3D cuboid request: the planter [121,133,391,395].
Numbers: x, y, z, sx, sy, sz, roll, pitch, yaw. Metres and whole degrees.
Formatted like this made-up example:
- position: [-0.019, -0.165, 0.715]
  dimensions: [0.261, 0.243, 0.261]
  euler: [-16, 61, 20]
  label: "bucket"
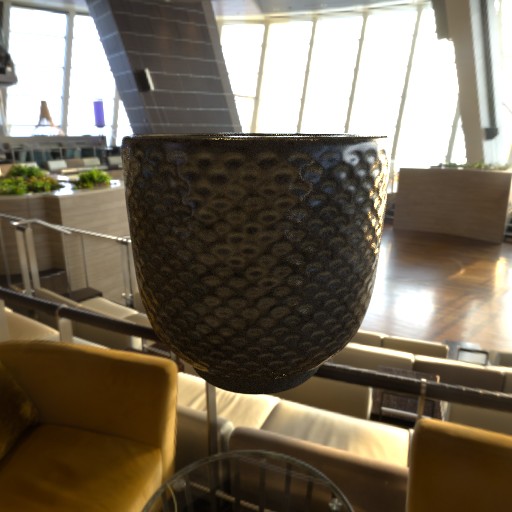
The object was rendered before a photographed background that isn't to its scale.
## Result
- position: [0.000, 0.000, 0.360]
  dimensions: [0.197, 0.191, 0.197]
  euler: [0, 16, 0]
  label: "planter"
